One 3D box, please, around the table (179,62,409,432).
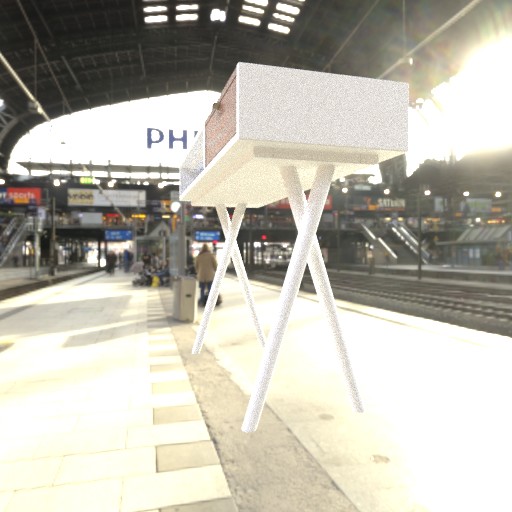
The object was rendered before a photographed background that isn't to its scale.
[{"bbox_3d":[0.000,0.000,1.460,0.418,0.785,1.066,0,0,-16],"label":"table"}]
